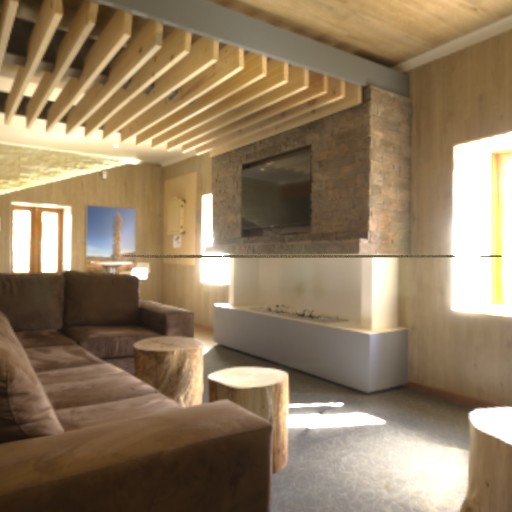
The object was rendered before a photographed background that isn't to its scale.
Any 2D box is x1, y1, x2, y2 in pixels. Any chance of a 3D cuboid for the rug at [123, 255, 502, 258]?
[{"bbox_3d":[0.000,0.000,2.125,1.143,0.008,1.753,0,0,-19],"label":"rug"}]
